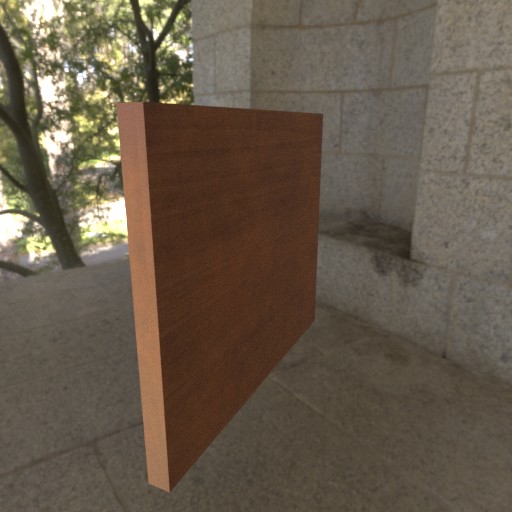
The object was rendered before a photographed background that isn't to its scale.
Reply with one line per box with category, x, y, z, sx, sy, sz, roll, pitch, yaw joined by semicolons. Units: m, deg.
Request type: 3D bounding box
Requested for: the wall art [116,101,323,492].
wall art;0.000;0.000;0.731;0.033;0.457;0.558;8;18;25
